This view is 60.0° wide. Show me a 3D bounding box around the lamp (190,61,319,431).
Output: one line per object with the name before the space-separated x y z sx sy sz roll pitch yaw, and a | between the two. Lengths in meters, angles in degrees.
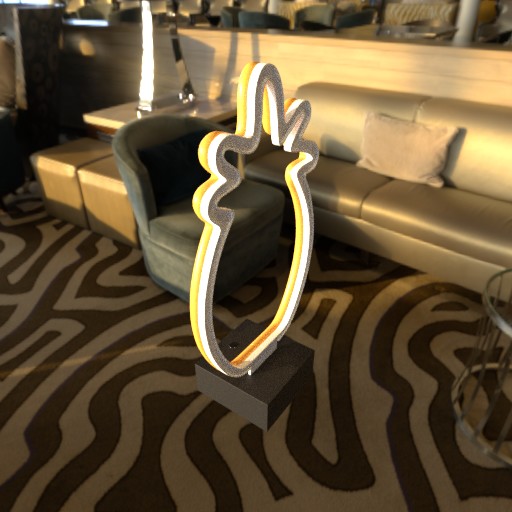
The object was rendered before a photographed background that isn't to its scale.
lamp | 0.000 0.000 0.390 0.088 0.317 0.167 20 37 30
